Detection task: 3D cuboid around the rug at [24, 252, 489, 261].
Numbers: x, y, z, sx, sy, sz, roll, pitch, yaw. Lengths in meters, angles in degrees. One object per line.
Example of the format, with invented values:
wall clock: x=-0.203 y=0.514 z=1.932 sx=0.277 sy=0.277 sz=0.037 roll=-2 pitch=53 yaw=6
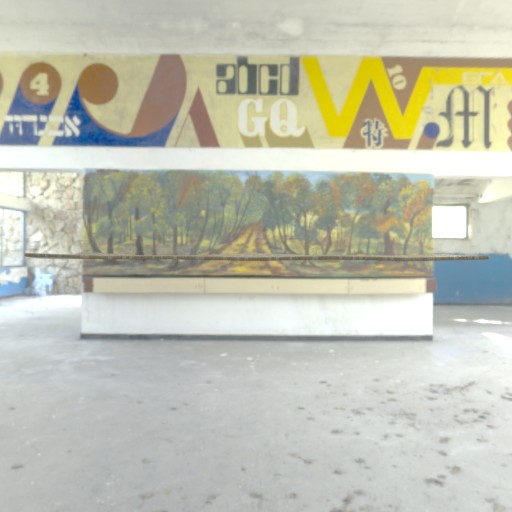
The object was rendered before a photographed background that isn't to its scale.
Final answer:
rug: x=0.000 y=0.000 z=2.702 sx=2.452 sy=0.051 sz=0.752 roll=0 pitch=0 yaw=1
